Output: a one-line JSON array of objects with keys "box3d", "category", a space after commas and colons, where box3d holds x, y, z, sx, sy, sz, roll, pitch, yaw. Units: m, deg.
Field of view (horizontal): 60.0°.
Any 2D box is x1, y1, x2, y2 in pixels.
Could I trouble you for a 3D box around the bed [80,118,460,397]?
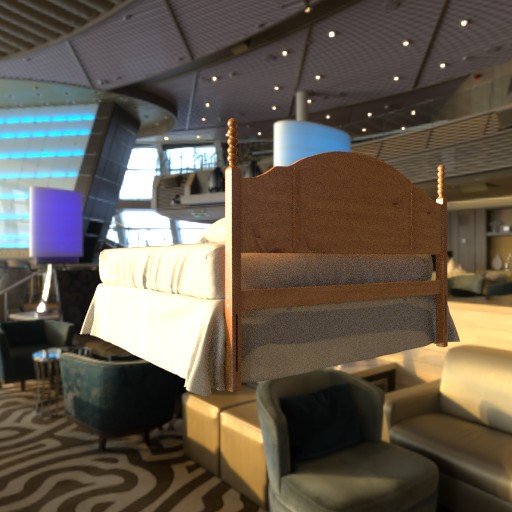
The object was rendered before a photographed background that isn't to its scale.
[{"box3d": [0.000, 0.000, 3.617, 2.322, 1.355, 2.219, 0, 0, -36], "category": "bed"}]
